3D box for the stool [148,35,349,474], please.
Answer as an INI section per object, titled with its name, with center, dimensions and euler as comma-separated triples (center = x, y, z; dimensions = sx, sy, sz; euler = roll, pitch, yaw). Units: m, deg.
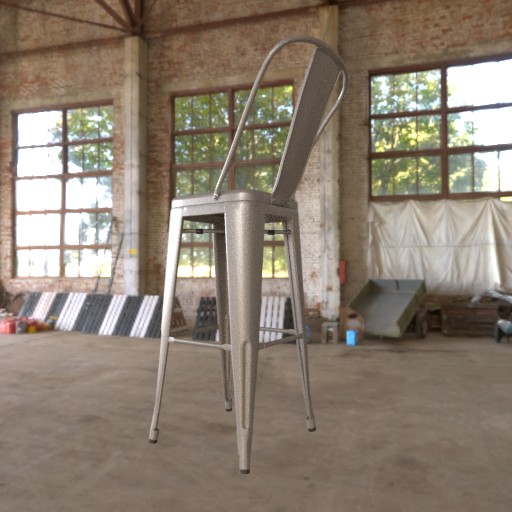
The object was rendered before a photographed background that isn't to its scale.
[stool]
center = 0.000, 0.000, 1.314
dimensions = 0.513, 1.096, 0.399
euler = -1, -2, 35
